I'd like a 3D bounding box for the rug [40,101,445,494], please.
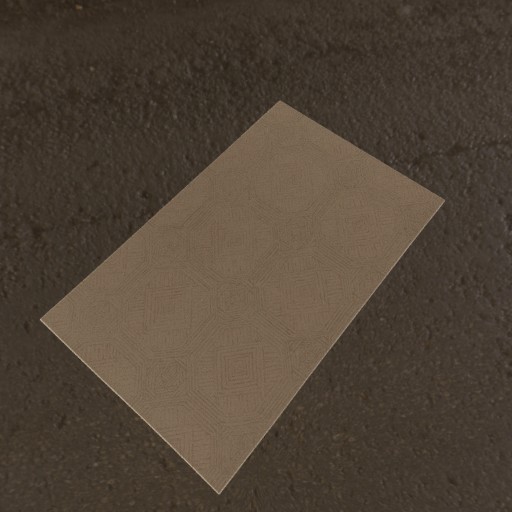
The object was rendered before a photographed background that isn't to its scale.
[{"bbox_3d":[0.000,0.000,3.002,1.524,0.008,2.440,37,69,17],"label":"rug"}]
